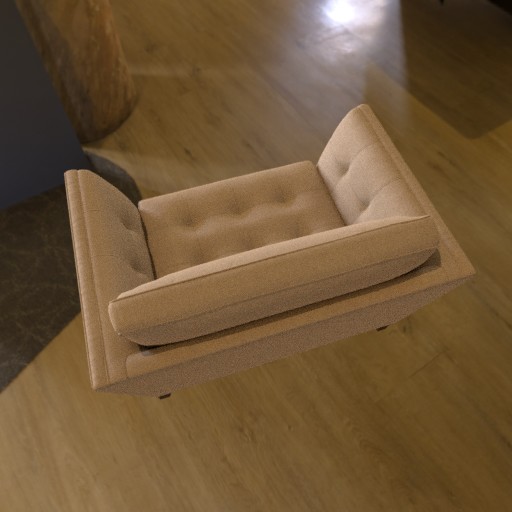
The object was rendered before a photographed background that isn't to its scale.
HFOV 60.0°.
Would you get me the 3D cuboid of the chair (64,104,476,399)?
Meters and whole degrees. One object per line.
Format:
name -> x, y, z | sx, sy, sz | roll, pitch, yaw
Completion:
chair -> 0.000, 0.000, 1.993 | 1.397, 0.940, 0.965 | -15, 60, -9
